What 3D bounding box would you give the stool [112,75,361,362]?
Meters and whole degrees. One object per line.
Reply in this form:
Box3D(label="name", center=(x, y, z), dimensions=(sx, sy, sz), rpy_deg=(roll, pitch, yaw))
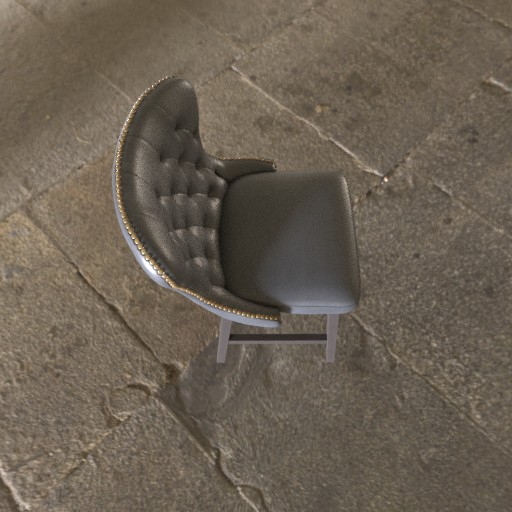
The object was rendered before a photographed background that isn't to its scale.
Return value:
Box3D(label="stool", center=(0.000, 0.000, 1.341), dimensions=(0.593, 0.971, 0.528), rpy_deg=(0, 64, 0))
